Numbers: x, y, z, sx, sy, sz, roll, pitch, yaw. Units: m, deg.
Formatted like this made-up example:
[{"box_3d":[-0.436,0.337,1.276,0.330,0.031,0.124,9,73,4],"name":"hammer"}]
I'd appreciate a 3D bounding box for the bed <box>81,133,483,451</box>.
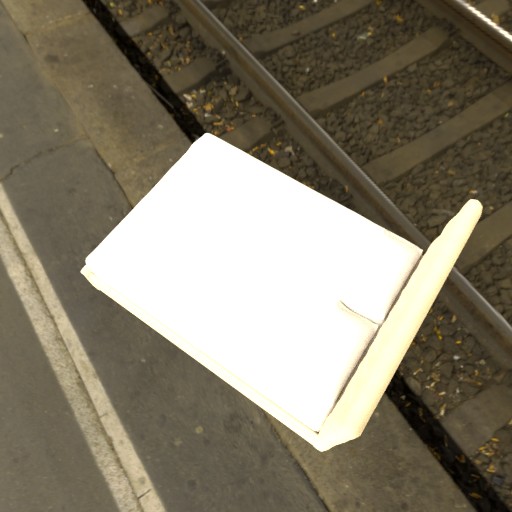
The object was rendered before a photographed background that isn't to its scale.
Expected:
[{"box_3d":[0.000,0.000,3.414,2.387,1.427,1.698,32,68,14],"name":"bed"}]
